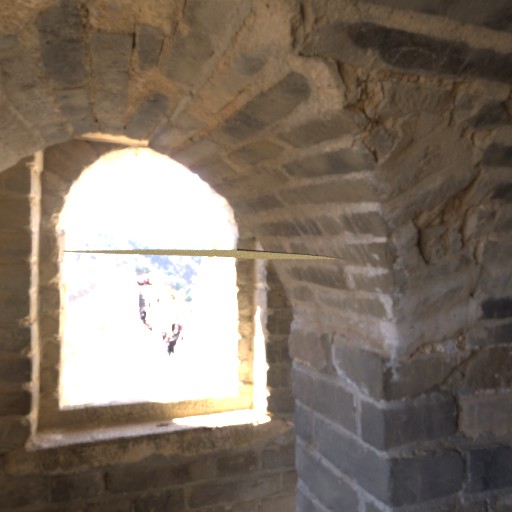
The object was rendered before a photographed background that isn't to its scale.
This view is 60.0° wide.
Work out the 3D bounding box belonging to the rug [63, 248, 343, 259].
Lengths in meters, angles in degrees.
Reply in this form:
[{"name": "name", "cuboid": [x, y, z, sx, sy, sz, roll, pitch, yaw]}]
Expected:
[{"name": "rug", "cuboid": [0.000, 0.000, 2.616, 0.686, 0.013, 2.340, 0, -1, 19]}]
